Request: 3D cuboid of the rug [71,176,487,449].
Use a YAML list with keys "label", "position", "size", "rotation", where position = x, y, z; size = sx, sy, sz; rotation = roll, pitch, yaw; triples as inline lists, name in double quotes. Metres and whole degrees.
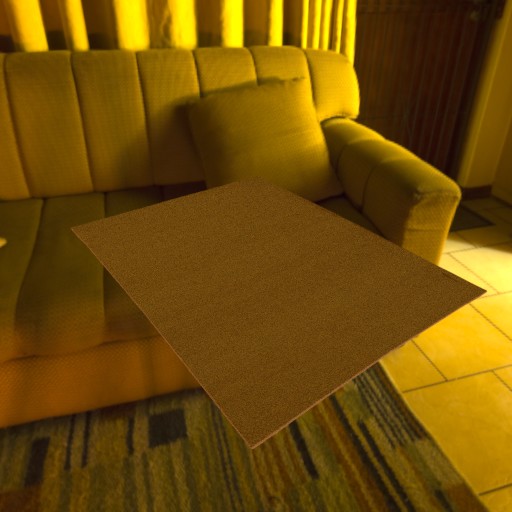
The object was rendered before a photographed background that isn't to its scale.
- label: "rug"
  position: [0.000, 0.000, 4.136]
  size: [2.434, 0.045, 3.202]
  rotation: [-21, 38, -30]
